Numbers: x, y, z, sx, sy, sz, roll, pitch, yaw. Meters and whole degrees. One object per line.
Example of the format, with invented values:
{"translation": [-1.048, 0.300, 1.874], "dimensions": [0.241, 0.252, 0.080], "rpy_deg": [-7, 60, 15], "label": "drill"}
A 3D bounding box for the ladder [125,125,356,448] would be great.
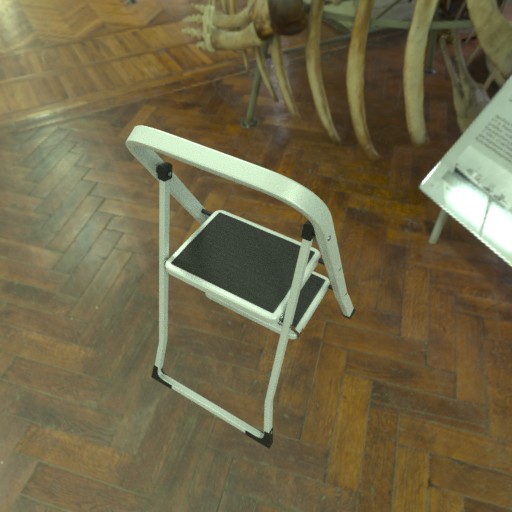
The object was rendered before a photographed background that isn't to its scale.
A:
{"translation": [0.000, 0.000, 1.118], "dimensions": [0.460, 0.810, 0.544], "rpy_deg": [24, 52, 20], "label": "ladder"}
